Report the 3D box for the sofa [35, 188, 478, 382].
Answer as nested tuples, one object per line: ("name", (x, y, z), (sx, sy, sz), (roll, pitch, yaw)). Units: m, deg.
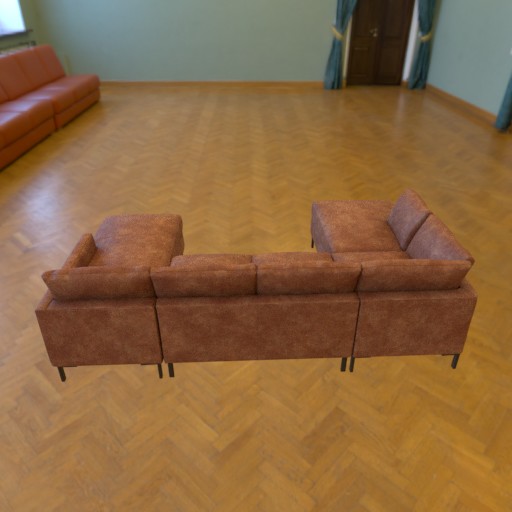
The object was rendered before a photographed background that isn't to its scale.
("sofa", (0.000, 0.000, 3.814), (2.956, 0.900, 1.939), (-1, 31, -2))
